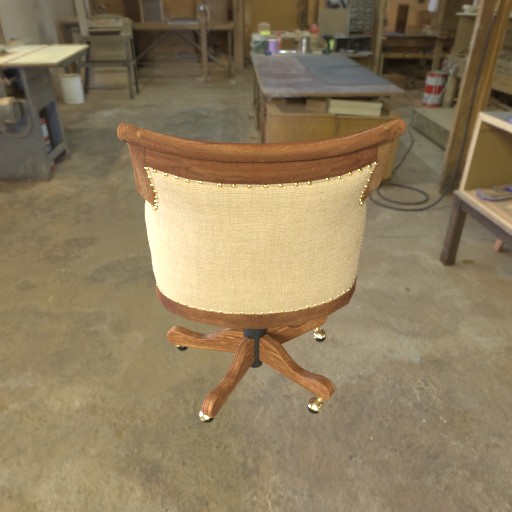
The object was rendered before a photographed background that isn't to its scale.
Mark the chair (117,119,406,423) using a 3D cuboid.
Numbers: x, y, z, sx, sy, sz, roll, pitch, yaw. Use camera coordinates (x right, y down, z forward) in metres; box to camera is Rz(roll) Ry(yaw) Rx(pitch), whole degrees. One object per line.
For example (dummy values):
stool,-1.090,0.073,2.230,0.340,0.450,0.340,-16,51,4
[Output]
chair,0.000,0.000,1.404,0.656,0.965,0.689,-2,31,-3
